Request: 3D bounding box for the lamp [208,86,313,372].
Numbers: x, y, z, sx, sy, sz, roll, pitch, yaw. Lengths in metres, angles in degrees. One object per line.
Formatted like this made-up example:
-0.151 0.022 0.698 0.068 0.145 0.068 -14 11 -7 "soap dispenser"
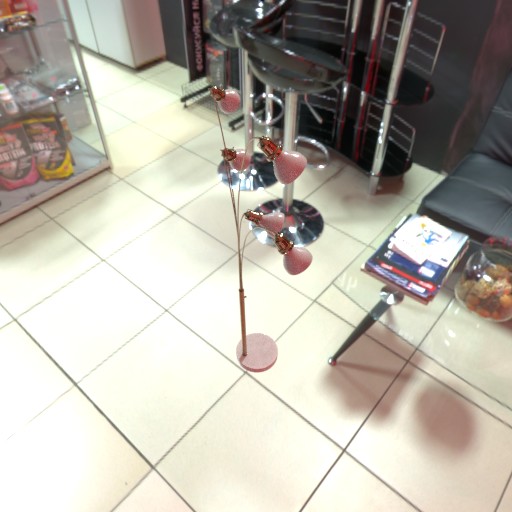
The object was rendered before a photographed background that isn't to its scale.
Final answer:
0.000 0.000 3.006 0.361 2.423 1.405 -12 48 -11 "lamp"
